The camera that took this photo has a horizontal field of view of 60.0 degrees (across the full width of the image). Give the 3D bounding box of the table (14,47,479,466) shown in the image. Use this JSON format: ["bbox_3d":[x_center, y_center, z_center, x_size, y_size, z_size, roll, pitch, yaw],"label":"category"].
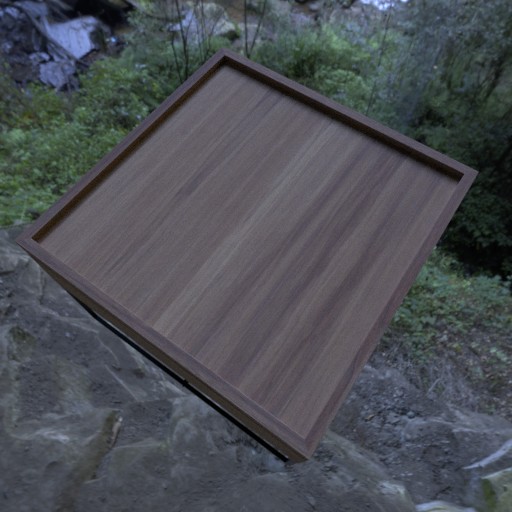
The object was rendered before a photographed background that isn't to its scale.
[{"bbox_3d":[0.000,0.000,1.106,0.676,0.464,0.679,32,68,15],"label":"table"}]
